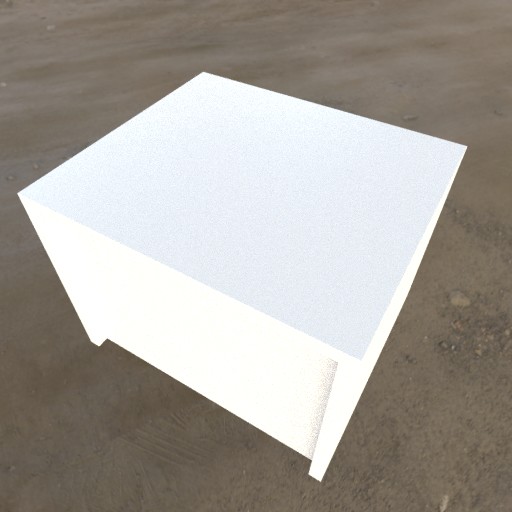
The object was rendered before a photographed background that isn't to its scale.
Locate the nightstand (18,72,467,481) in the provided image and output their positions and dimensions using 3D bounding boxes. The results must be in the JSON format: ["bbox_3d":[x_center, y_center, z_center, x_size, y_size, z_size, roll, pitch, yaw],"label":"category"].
[{"bbox_3d":[0.000,0.000,0.734,0.470,0.351,0.408,24,51,21],"label":"nightstand"}]
